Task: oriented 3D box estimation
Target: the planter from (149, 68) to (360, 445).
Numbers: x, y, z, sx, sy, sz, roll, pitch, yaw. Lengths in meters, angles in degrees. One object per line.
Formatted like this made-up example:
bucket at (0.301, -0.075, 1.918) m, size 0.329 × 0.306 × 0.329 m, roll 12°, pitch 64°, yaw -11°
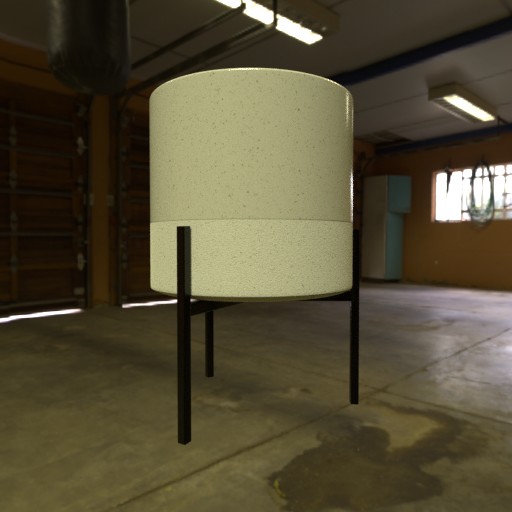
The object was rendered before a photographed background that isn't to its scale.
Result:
planter at (0.000, 0.000, 0.343) m, size 0.159 × 0.230 × 0.152 m, roll 0°, pitch 2°, yaw 1°
